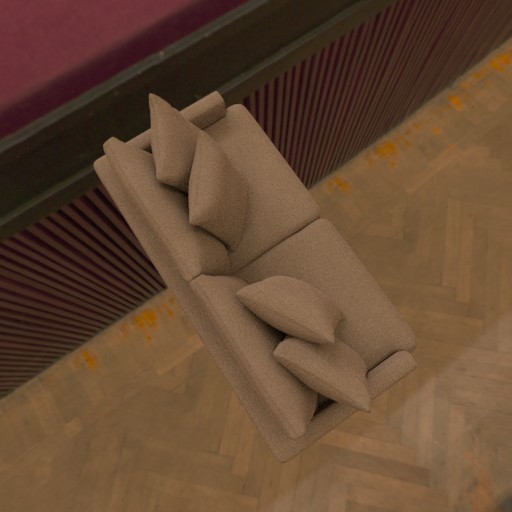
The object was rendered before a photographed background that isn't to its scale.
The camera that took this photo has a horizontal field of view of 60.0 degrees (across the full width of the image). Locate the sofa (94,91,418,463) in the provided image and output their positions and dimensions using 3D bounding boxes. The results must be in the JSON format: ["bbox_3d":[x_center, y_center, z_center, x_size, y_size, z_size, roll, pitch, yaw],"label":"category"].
[{"bbox_3d":[0.000,0.000,3.062,1.228,1.084,2.380,-33,78,-8],"label":"sofa"}]
